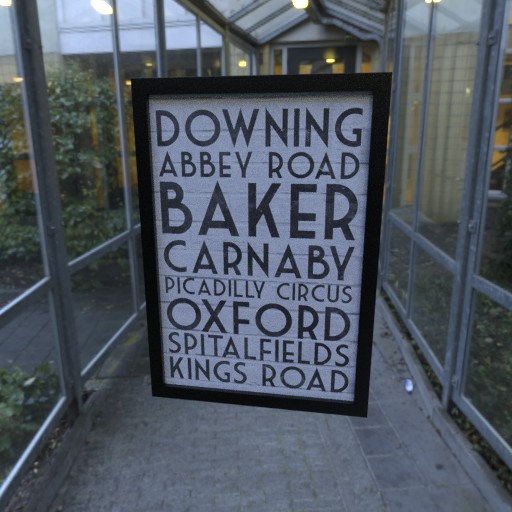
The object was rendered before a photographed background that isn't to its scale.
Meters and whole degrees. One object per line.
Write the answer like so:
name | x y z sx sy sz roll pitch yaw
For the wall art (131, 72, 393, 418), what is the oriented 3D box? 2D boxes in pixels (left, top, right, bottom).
wall art | 0.000 0.000 0.864 0.462 0.656 0.019 2 15 9
